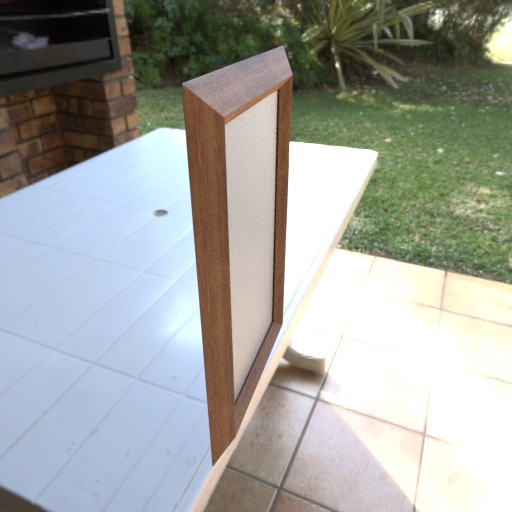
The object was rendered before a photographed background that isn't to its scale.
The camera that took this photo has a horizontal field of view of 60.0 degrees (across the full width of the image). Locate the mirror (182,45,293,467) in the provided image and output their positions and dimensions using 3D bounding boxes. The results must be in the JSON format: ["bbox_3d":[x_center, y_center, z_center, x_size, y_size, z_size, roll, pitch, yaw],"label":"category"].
[{"bbox_3d":[0.000,0.000,1.239,0.047,1.010,0.651,9,32,15],"label":"mirror"}]
